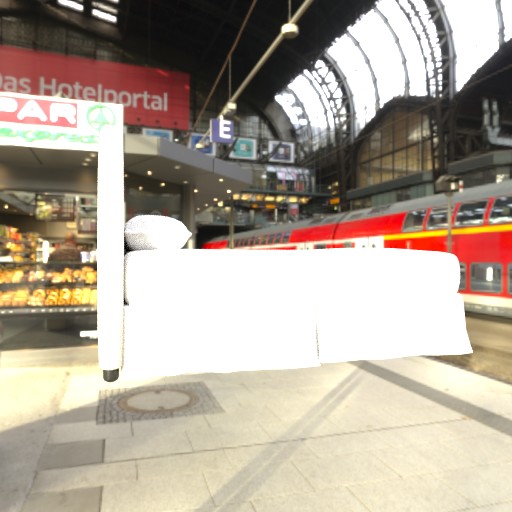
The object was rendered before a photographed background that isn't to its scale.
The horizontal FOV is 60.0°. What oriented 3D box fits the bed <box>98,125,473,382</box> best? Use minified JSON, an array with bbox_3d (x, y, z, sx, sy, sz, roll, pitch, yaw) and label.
[{"bbox_3d":[0.000,0.000,3.507,2.341,1.317,2.119,0,0,-19],"label":"bed"}]
